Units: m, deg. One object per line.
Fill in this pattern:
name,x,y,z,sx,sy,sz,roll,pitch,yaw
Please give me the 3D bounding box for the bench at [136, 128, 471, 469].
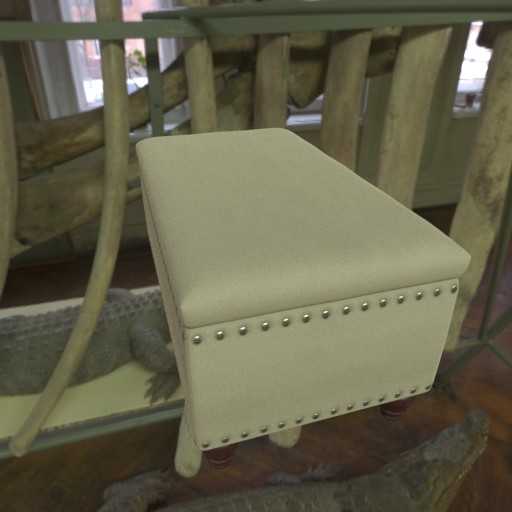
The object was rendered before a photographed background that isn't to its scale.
bench,0.000,0.000,1.150,0.500,0.449,0.887,-9,31,-15
